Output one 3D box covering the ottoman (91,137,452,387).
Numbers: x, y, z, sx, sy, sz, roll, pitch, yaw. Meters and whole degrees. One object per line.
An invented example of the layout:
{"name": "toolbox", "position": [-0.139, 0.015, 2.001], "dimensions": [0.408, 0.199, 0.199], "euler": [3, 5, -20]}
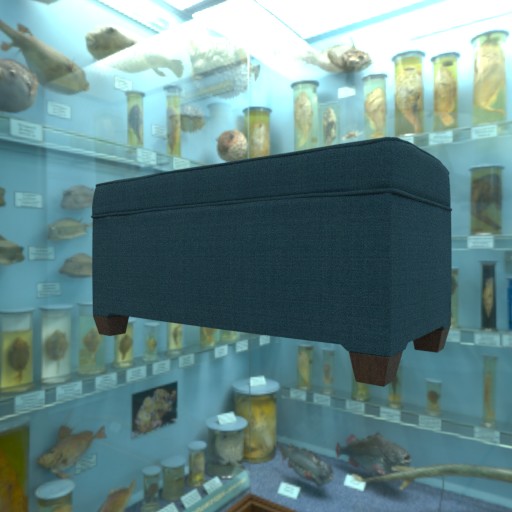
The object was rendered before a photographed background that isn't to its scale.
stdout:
{"name": "ottoman", "position": [0.000, 0.000, 1.233], "dimensions": [0.943, 0.474, 0.474], "euler": [0, 0, 37]}
